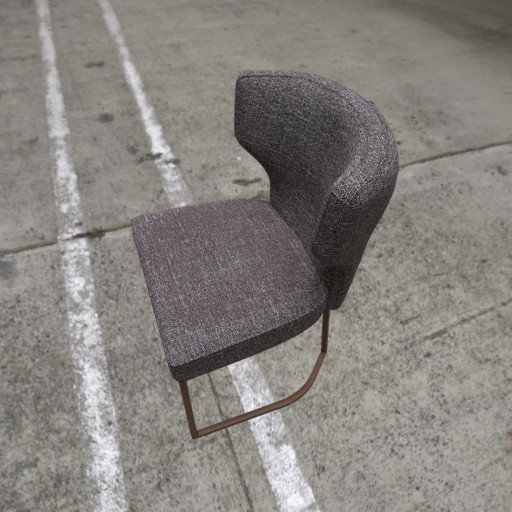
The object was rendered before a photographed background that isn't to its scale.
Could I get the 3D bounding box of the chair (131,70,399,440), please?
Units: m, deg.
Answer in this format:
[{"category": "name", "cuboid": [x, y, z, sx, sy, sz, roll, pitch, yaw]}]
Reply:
[{"category": "chair", "cuboid": [0.000, 0.000, 1.245, 0.617, 0.824, 0.611, -15, 46, -15]}]
